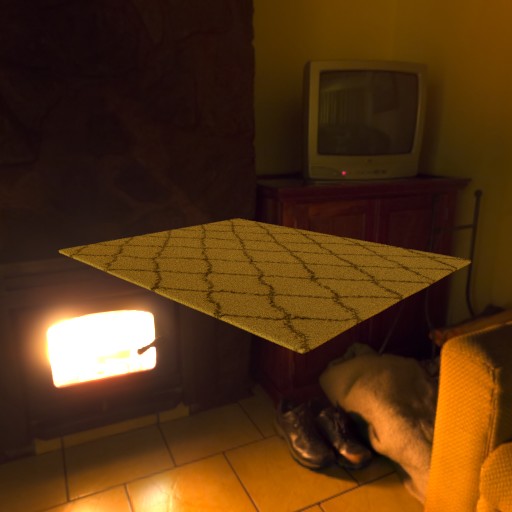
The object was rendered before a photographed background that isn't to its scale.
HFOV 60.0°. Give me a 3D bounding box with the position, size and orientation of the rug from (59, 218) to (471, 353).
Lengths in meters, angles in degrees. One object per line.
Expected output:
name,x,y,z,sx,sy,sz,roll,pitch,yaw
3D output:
rug,0.000,0.000,4.159,3.047,0.029,2.438,14,21,42
